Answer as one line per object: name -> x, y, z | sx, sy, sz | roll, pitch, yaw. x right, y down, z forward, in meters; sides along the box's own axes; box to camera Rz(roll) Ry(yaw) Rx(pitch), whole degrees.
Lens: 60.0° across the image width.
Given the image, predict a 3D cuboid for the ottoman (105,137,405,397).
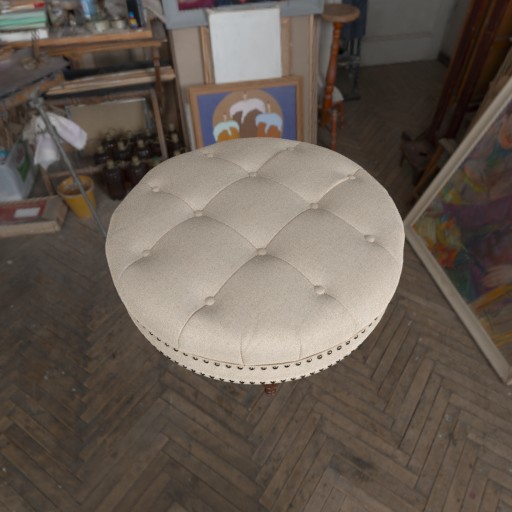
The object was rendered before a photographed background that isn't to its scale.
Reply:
ottoman -> 0.000, 0.000, 1.523 | 0.940, 0.483, 0.940 | 0, 47, 0
